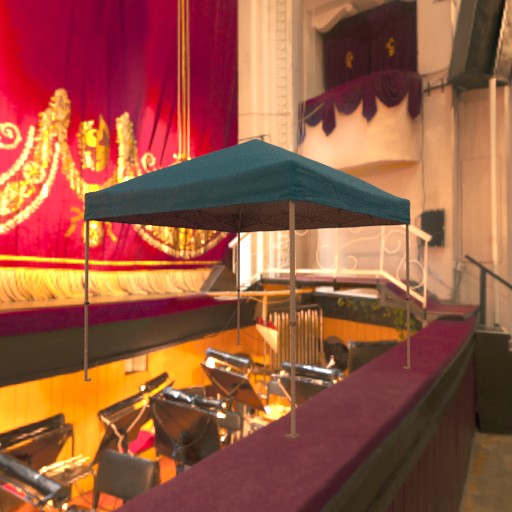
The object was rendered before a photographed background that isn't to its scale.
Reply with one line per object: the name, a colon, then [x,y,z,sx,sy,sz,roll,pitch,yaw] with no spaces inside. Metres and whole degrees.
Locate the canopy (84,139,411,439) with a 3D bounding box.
canopy: [0.000,0.000,5.650,2.996,2.997,2.998,-1,-1,37]
